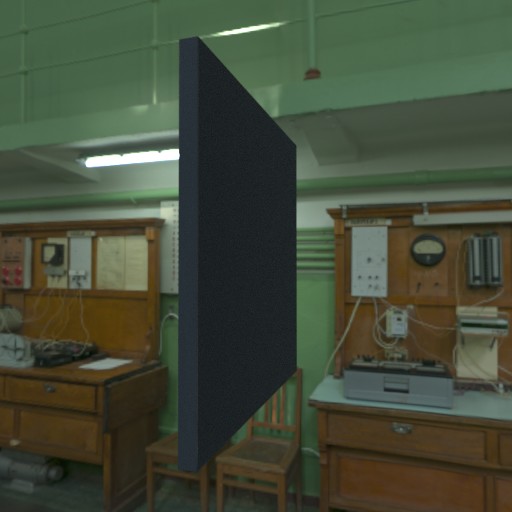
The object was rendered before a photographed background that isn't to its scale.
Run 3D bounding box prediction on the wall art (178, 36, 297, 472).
[{"bbox_3d":[0.000,0.000,1.140,0.038,0.762,0.762,0,-1,18],"label":"wall art"}]
